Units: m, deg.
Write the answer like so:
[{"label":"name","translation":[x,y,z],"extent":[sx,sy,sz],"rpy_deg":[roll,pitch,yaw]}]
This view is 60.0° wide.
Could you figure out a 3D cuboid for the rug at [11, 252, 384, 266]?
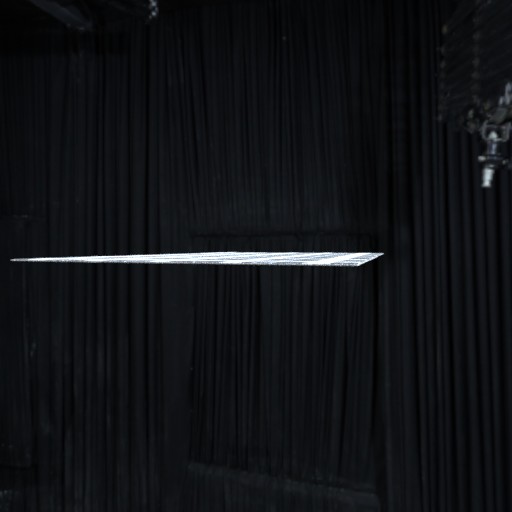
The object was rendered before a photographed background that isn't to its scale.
[{"label":"rug","translation":[0.000,0.000,2.886],"extent":[1.520,0.015,2.434],"rpy_deg":[0,1,18]}]
